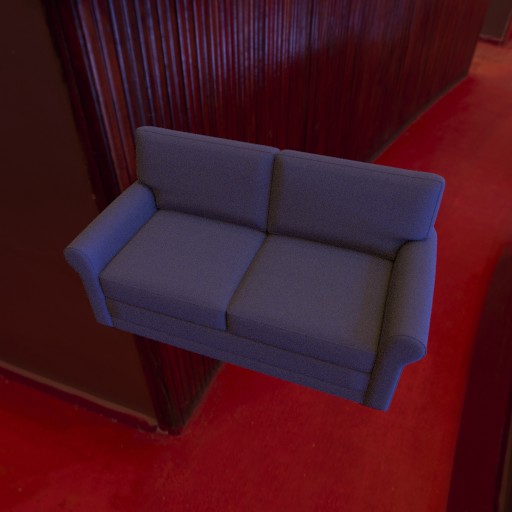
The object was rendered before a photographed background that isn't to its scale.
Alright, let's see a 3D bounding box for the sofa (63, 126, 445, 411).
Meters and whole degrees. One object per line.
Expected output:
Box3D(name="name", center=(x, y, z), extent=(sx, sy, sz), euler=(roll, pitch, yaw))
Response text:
Box3D(name="sofa", center=(0.000, 0.000, 2.565), extent=(1.930, 1.020, 0.940), euler=(13, 43, 15))
